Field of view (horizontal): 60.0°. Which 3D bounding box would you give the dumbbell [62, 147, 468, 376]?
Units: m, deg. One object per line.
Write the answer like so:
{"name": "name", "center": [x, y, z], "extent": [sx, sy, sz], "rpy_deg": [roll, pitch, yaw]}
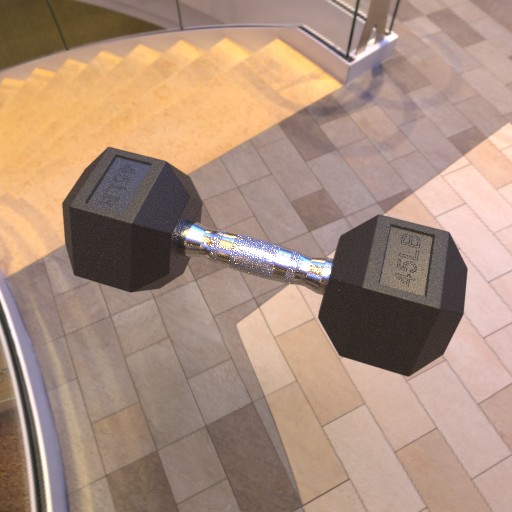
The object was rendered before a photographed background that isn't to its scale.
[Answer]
{"name": "dumbbell", "center": [0.000, 0.000, 0.418], "extent": [0.356, 0.123, 0.141], "rpy_deg": [15, 61, 9]}
